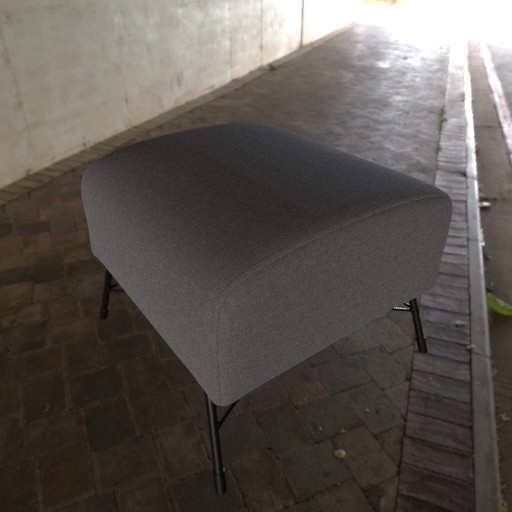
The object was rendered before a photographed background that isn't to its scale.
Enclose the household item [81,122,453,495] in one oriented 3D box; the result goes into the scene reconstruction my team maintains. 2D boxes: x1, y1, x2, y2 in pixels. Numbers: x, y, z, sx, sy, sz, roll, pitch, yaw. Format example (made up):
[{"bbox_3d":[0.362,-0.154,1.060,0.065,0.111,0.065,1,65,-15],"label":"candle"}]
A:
[{"bbox_3d":[0.000,0.000,0.884,0.530,0.410,0.530,-22,38,-30],"label":"household item"}]
